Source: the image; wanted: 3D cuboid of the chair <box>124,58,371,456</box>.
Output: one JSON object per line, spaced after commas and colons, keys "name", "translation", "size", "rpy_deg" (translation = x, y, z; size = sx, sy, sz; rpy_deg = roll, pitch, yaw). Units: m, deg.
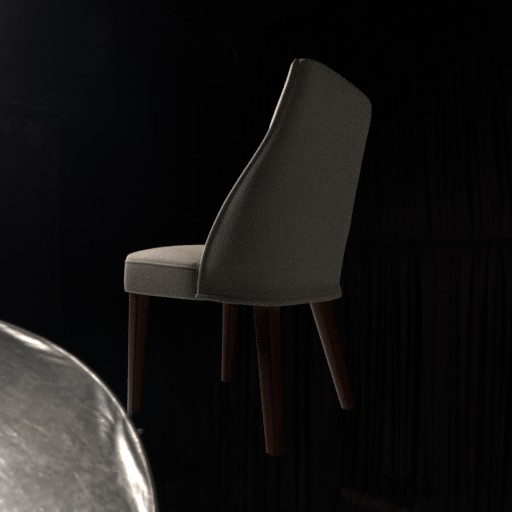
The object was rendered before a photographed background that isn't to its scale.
{"name": "chair", "translation": [0.000, 0.000, 1.320], "size": [0.620, 0.930, 0.500], "rpy_deg": [0, -1, 37]}
